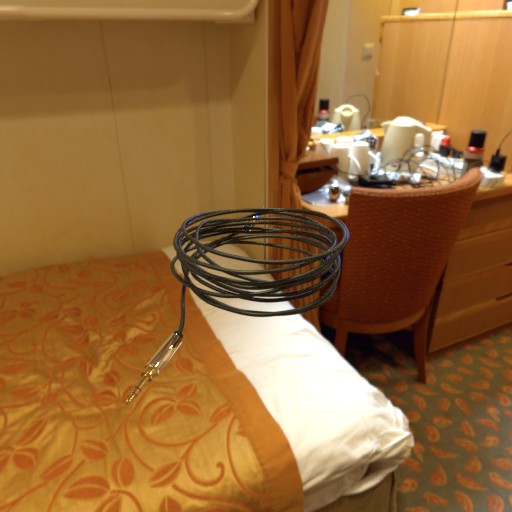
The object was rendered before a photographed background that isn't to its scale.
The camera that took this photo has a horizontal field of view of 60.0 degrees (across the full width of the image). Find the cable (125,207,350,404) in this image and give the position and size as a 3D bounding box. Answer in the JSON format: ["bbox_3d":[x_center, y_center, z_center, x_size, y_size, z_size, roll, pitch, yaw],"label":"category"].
[{"bbox_3d":[0.000,0.000,0.499,0.198,0.069,0.432,8,28,15],"label":"cable"}]
